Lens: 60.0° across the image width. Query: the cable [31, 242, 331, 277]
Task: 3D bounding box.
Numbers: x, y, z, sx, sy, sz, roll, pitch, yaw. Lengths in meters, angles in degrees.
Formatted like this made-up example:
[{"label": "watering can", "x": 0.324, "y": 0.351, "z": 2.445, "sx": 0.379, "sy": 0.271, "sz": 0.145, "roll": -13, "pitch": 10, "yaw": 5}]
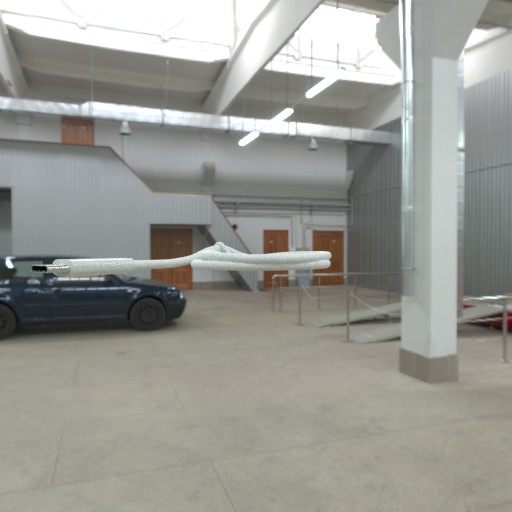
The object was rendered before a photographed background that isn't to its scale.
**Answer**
[{"label": "cable", "x": 0.000, "y": 0.000, "z": 0.216, "sx": 0.070, "sy": 0.014, "sz": 0.186, "roll": 1, "pitch": 1, "yaw": 36}]
